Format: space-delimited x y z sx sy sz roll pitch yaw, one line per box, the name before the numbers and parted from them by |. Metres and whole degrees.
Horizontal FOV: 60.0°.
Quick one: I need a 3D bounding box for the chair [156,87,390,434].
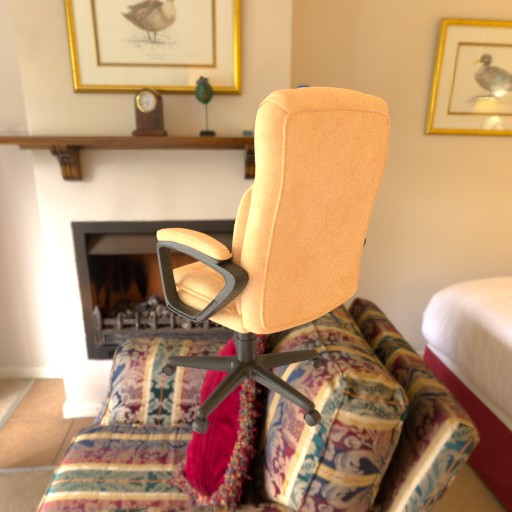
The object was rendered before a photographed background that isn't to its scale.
chair | 0.000 0.000 1.593 0.667 1.105 0.724 -15 23 -41
